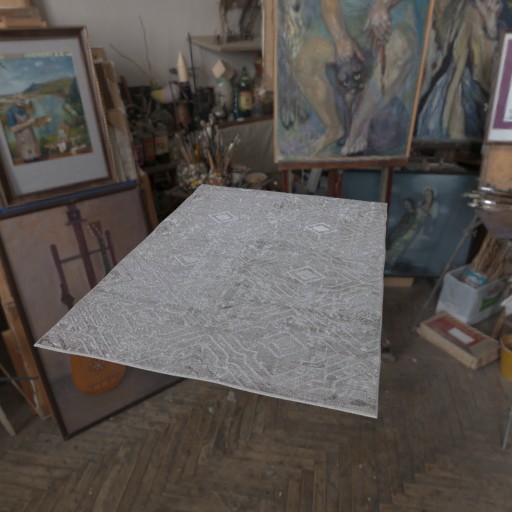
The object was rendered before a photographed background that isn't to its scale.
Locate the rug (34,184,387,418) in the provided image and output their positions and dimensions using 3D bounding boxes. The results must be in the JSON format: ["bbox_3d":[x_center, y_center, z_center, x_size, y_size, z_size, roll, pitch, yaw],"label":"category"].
[{"bbox_3d":[0.000,0.000,4.344,2.448,0.020,3.359,8,31,13],"label":"rug"}]
